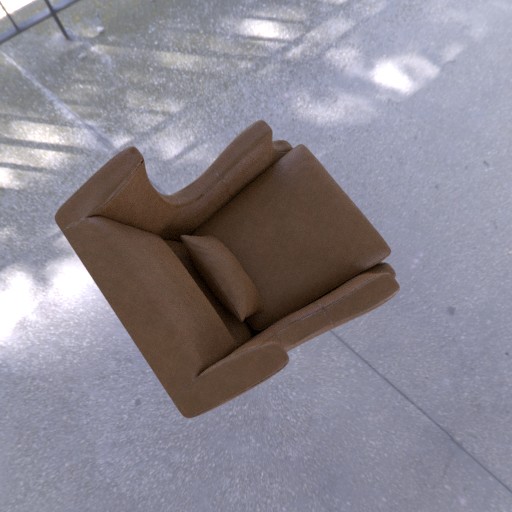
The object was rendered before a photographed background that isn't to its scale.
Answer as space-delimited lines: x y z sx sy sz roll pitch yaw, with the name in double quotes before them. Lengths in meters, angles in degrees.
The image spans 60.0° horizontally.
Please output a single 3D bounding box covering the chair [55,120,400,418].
"chair" 0.000 0.000 1.694 0.925 1.016 0.852 -35 79 -8
